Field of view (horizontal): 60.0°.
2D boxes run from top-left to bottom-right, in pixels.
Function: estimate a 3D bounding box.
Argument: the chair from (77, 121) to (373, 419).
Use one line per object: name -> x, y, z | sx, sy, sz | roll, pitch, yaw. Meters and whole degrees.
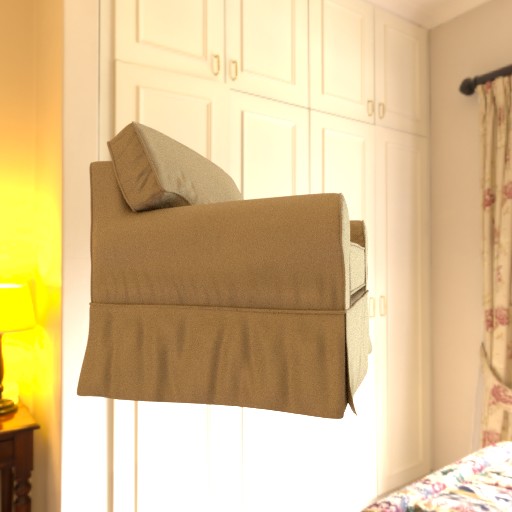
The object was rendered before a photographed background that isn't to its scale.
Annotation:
chair -> 0.000, 0.000, 1.838 | 0.903, 0.937, 1.096 | 0, -1, 18
